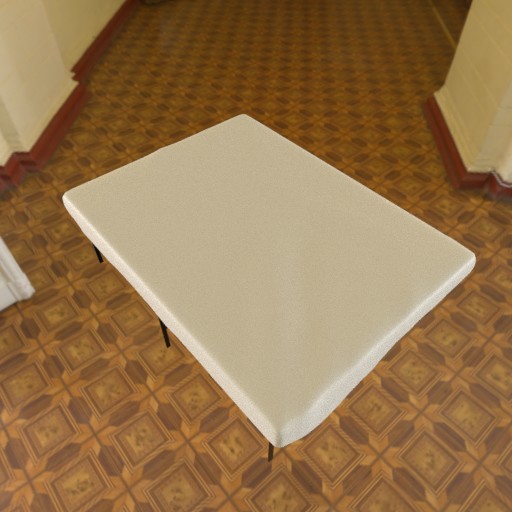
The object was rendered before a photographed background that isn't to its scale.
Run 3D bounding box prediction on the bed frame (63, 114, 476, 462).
[{"bbox_3d":[0.000,0.000,2.896,1.584,0.667,2.151,-33,55,-26],"label":"bed frame"}]
